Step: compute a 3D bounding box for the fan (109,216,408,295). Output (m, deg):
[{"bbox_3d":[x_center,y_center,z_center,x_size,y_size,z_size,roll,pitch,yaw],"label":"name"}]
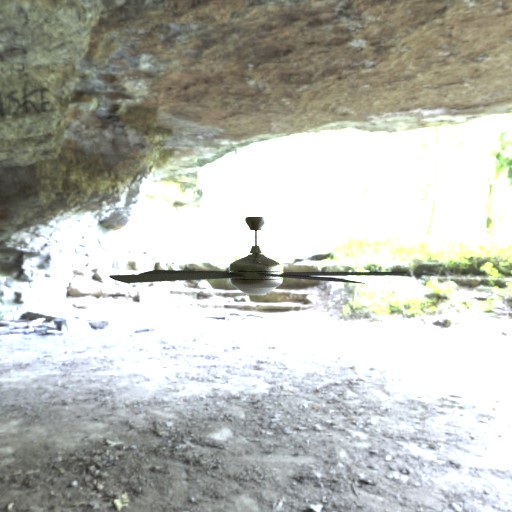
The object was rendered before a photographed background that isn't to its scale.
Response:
[{"bbox_3d":[0.000,0.000,2.038,1.321,0.356,1.321,0,0,19],"label":"fan"}]
